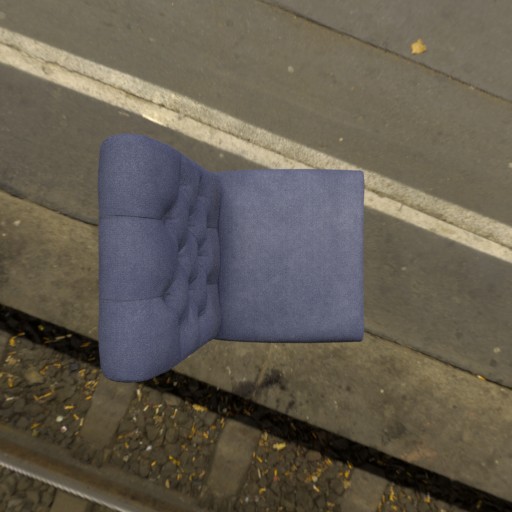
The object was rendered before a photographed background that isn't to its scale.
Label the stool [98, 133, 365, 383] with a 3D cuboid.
[{"bbox_3d":[0.000,0.000,1.307,0.601,1.010,0.493,0,91,0],"label":"stool"}]
